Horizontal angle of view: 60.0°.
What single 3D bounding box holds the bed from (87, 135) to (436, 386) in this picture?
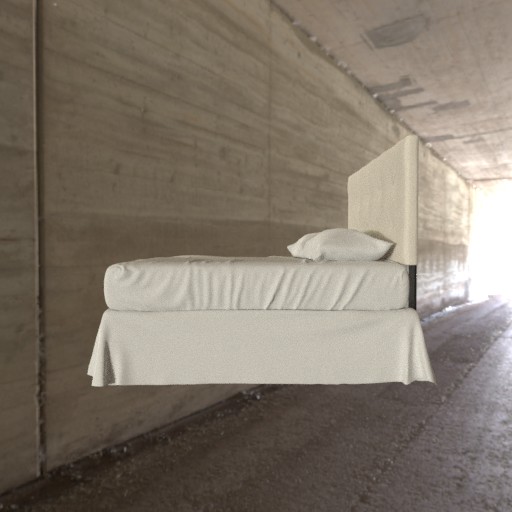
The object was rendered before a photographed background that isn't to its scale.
[{"bbox_3d":[0.000,0.000,3.612,2.222,1.577,1.936,0,1,-1],"label":"bed"}]
